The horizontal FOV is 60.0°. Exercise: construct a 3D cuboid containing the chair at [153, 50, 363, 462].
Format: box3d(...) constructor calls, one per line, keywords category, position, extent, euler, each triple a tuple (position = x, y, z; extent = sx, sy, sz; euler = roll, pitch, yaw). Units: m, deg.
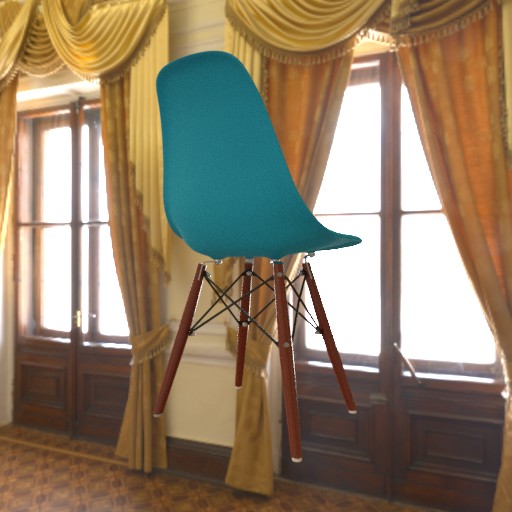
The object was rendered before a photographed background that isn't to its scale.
box3d(category="chair", position=(0.000, 0.000, 1.136), extent=(0.470, 0.826, 0.533), euler=(0, 0, 35))
